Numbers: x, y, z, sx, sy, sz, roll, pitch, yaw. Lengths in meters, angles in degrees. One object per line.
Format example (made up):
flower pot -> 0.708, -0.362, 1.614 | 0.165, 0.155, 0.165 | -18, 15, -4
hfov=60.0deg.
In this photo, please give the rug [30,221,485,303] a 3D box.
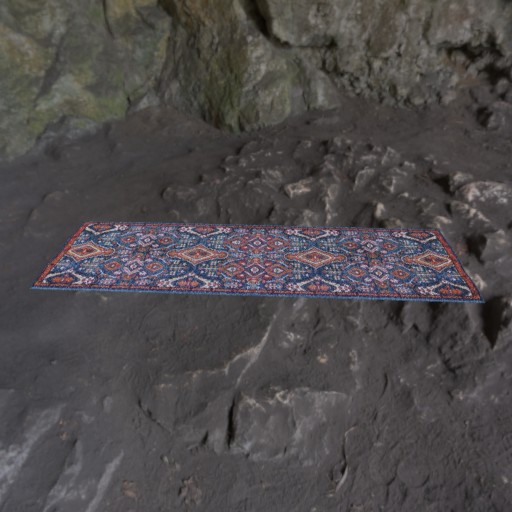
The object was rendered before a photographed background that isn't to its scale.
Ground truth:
rug -> 0.000, 0.000, 2.711 | 2.459, 0.010, 0.801 | 2, 32, 2
